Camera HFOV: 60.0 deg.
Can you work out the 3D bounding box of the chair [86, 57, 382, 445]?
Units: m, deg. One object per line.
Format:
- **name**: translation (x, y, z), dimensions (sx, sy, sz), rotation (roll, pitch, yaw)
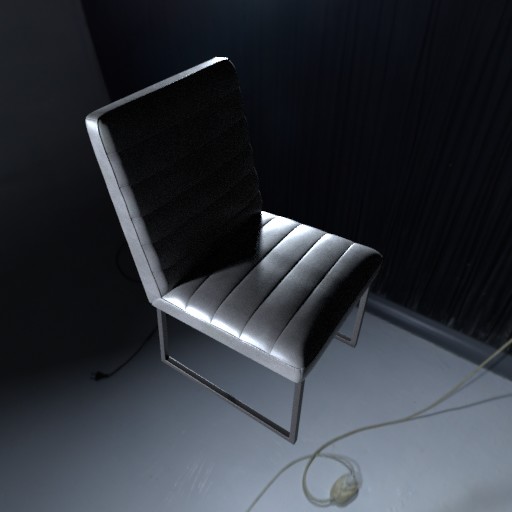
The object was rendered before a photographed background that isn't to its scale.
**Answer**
- **chair**: translation (0.000, 0.000, 1.332), dimensions (0.634, 0.930, 0.520), rotation (24, 47, 25)
